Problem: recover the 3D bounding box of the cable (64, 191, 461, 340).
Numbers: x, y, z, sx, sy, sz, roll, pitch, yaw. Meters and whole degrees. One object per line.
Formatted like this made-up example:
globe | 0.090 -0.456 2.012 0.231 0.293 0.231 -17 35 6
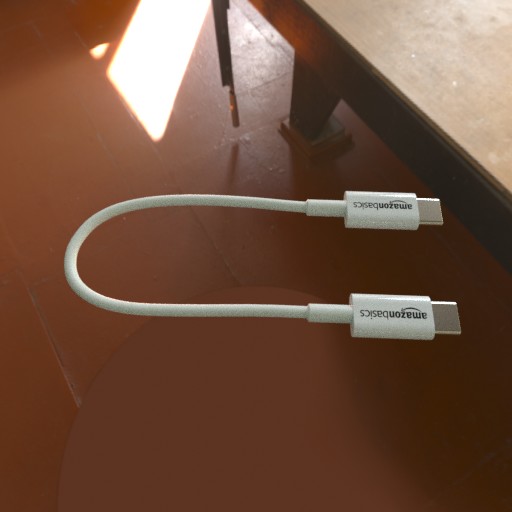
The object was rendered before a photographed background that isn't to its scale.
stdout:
cable | 0.000 0.000 0.114 0.098 0.005 0.041 2 64 1
